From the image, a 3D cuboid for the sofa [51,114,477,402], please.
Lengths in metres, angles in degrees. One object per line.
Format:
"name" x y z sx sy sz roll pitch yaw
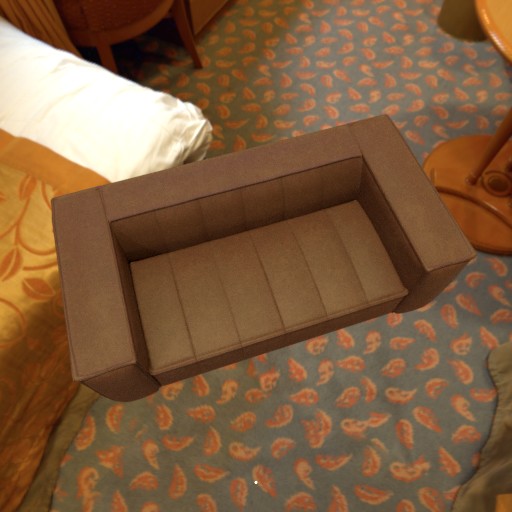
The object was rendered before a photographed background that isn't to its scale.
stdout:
"sofa" 0.000 0.000 2.637 2.088 0.703 1.102 -16 64 -8
